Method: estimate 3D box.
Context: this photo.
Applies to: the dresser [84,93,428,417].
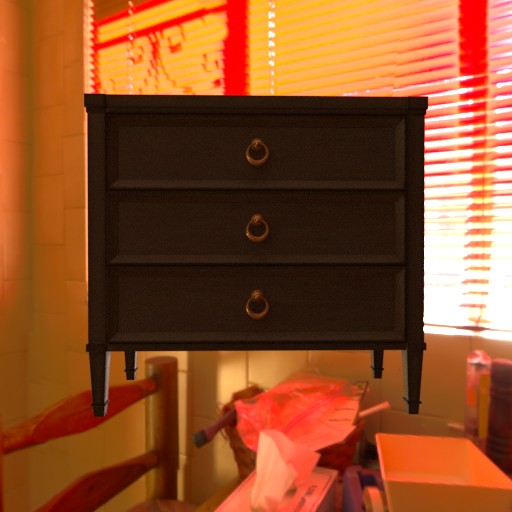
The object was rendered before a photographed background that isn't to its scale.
[{"bbox_3d":[0.000,0.000,1.575,1.049,0.986,0.463,0,1,-1],"label":"dresser"}]
